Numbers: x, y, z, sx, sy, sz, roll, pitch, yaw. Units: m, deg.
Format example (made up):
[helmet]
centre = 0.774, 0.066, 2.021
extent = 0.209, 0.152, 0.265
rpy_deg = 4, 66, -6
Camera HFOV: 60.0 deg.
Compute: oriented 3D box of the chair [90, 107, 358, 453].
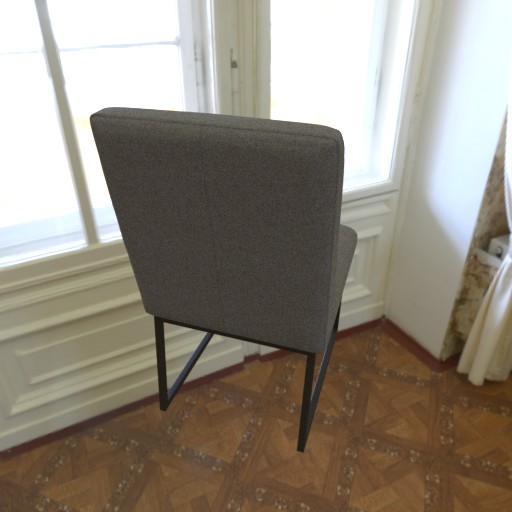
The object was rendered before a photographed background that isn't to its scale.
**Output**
[chair]
centre = 0.000, 0.000, 1.293
extent = 0.520, 0.930, 0.634
rpy_deg = 10, 33, 16
